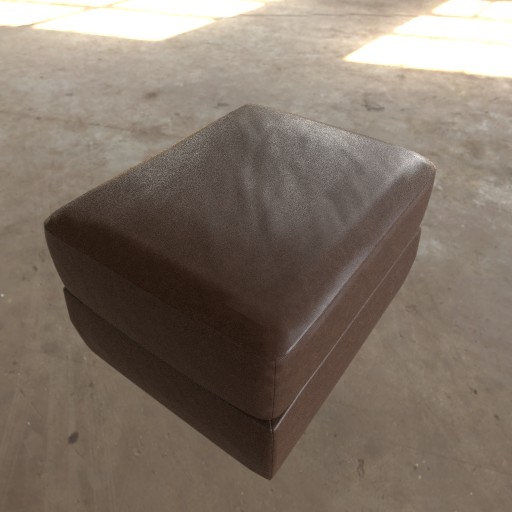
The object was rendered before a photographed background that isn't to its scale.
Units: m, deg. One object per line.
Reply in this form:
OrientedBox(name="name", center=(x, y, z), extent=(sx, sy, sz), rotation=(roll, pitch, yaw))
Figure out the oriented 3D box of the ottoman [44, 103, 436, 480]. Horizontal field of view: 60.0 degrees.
OrientedBox(name="ottoman", center=(0.000, 0.000, 1.099), extent=(0.603, 0.476, 0.751), rotation=(26, 48, 26))
